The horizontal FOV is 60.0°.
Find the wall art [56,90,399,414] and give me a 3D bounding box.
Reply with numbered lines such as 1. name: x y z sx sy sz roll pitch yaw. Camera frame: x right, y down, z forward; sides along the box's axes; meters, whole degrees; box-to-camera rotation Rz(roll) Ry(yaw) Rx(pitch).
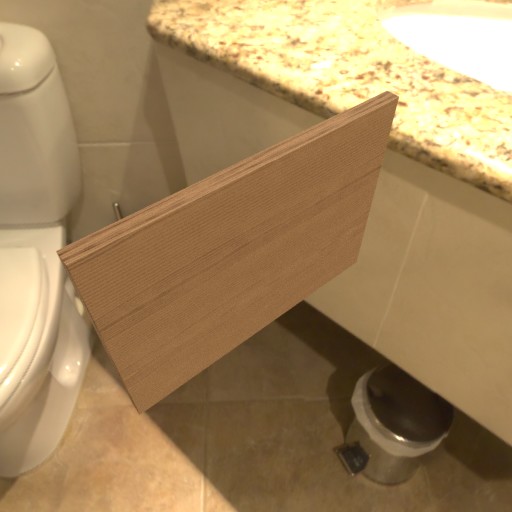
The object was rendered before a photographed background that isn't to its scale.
1. wall art: 0.000 0.000 1.133 0.841 0.609 0.063 -31 55 -25
